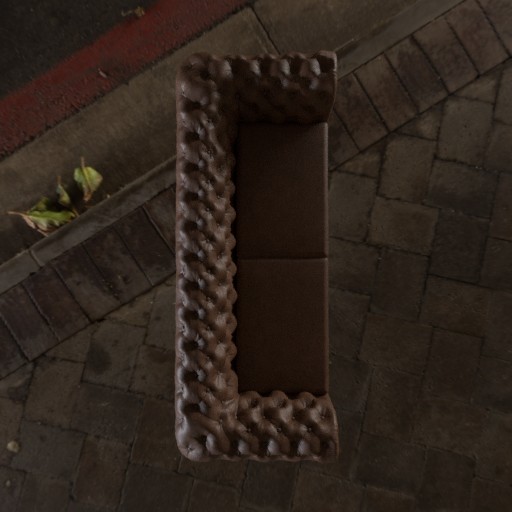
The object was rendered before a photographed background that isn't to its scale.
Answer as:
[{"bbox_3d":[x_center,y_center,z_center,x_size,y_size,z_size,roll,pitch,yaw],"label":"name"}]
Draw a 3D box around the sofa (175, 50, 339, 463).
[{"bbox_3d":[0.000,0.000,2.842,0.944,0.783,2.385,0,89,1],"label":"sofa"}]
